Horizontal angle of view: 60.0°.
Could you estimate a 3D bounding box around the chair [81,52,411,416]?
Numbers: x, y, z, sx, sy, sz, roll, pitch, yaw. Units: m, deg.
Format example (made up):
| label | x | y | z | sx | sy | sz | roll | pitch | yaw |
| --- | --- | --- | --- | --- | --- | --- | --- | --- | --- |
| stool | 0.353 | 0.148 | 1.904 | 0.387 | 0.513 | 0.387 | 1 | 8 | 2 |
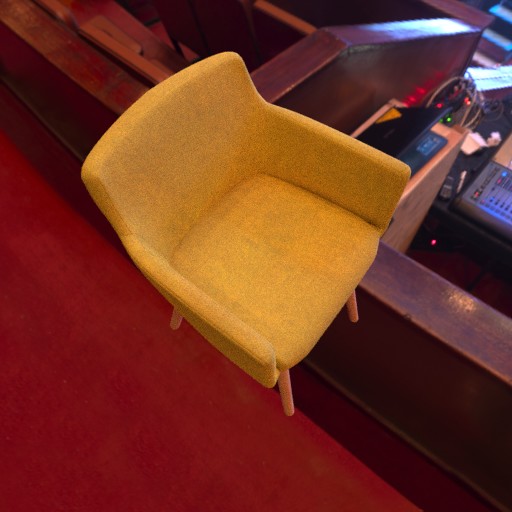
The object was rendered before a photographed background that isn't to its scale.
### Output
| label | x | y | z | sx | sy | sz | roll | pitch | yaw |
| --- | --- | --- | --- | --- | --- | --- | --- | --- | --- |
| chair | 0.000 | 0.000 | 1.161 | 0.570 | 0.780 | 0.570 | 33 | 64 | 18 |
